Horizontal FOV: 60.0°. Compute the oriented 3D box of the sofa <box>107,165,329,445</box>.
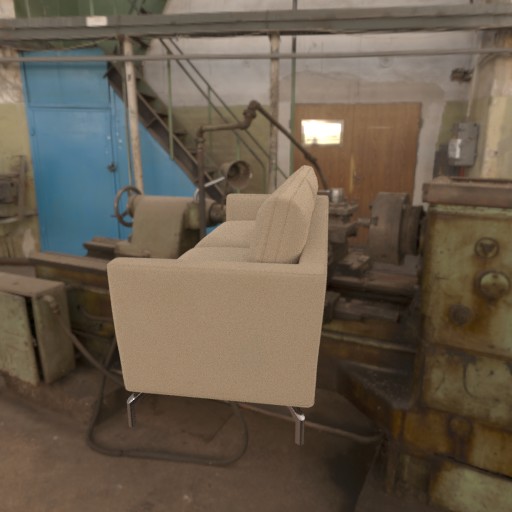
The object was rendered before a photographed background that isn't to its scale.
[{"bbox_3d":[0.000,0.000,2.757,0.868,1.005,2.214,2,15,9],"label":"sofa"}]
